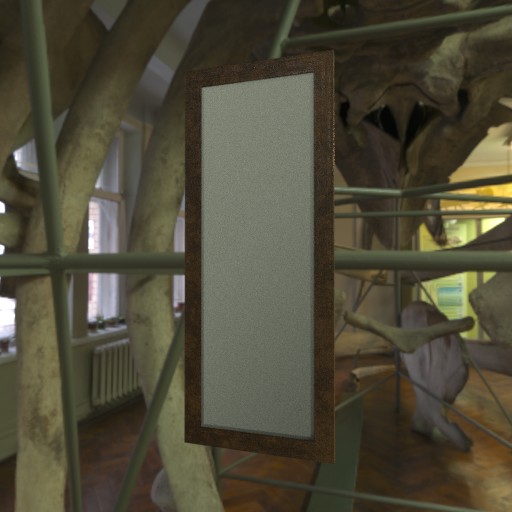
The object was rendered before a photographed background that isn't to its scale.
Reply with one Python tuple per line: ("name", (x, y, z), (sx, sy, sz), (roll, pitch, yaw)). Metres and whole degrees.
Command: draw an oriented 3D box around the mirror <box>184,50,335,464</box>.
("mirror", (0.000, 0.000, 2.316), (0.812, 2.031, 0.032), (0, -1, 18))
